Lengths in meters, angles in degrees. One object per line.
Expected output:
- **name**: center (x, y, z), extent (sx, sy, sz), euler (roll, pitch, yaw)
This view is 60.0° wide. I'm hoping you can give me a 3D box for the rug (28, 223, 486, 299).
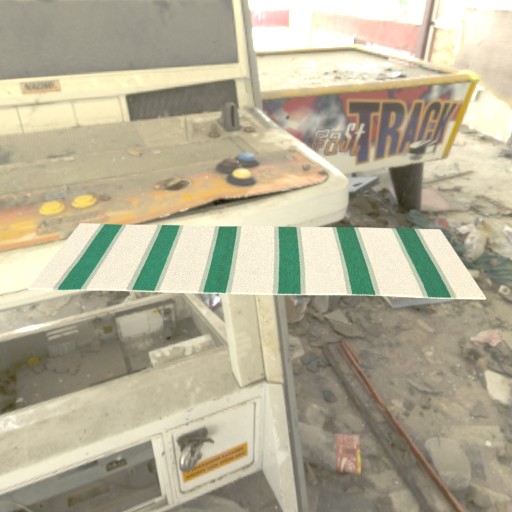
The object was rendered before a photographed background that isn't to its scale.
- **rug**: center (0.000, 0.000, 2.682), extent (2.438, 0.012, 0.768), euler (1, 32, 2)
